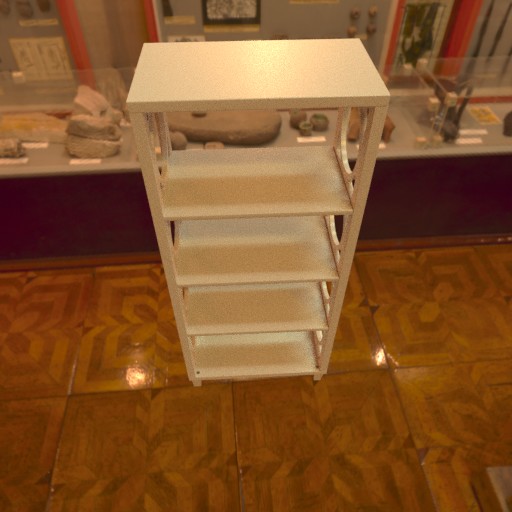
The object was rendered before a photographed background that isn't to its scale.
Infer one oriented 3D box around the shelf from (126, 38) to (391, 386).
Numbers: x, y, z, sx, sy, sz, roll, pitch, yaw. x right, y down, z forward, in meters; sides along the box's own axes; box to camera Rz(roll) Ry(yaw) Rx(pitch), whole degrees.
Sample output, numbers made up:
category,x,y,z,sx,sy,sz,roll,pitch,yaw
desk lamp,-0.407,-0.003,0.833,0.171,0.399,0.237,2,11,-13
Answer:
category,x,y,z,sx,sy,sz,roll,pitch,yaw
shelf,0.000,0.000,1.646,0.611,1.411,0.340,-2,47,-2
